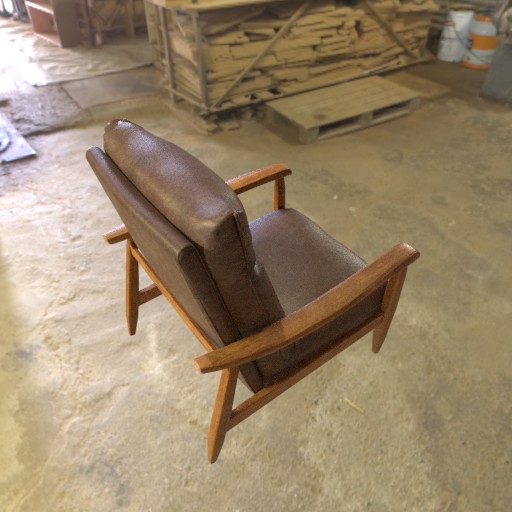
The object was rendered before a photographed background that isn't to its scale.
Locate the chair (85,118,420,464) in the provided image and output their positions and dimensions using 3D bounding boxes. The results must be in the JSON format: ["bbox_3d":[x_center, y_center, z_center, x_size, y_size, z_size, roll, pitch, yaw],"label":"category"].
[{"bbox_3d":[0.000,0.000,1.520,0.830,0.897,0.782,-24,46,-26],"label":"chair"}]
